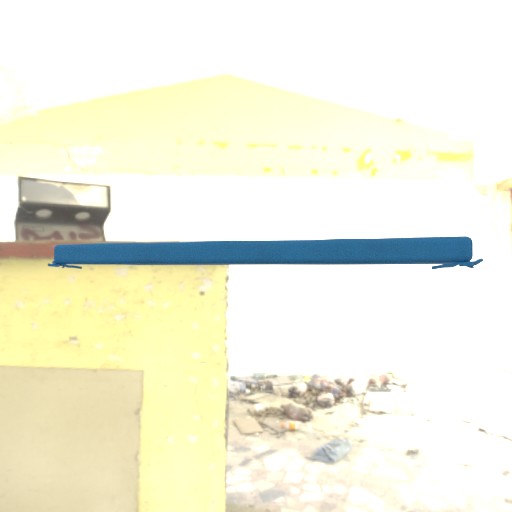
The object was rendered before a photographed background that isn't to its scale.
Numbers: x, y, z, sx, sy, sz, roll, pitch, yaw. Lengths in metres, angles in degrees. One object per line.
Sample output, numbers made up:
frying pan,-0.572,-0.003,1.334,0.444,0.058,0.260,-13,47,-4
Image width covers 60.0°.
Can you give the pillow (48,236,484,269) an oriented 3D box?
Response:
pillow,0.000,0.000,1.345,1.187,0.081,0.492,0,-2,18
